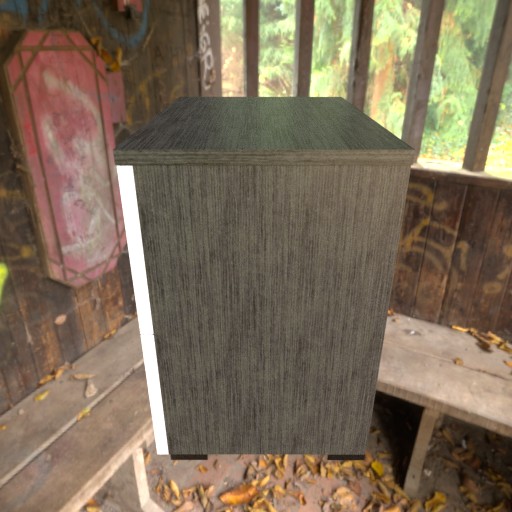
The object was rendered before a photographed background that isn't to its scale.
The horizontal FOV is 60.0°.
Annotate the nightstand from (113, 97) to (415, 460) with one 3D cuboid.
[{"bbox_3d":[0.000,0.000,0.751,0.325,0.460,0.441,0,26,0],"label":"nightstand"}]
